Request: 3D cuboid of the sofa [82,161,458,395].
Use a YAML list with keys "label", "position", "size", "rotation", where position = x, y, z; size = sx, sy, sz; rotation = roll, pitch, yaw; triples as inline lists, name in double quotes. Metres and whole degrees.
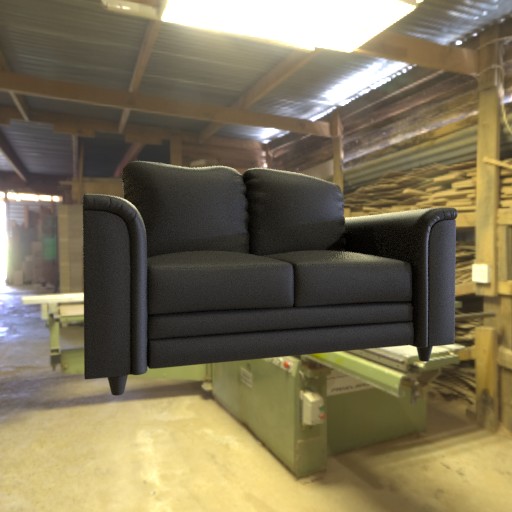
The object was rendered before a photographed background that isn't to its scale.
- label: "sofa"
  position: [0.000, 0.000, 1.933]
  size: [1.386, 0.845, 0.887]
  rotation: [0, 1, -20]
